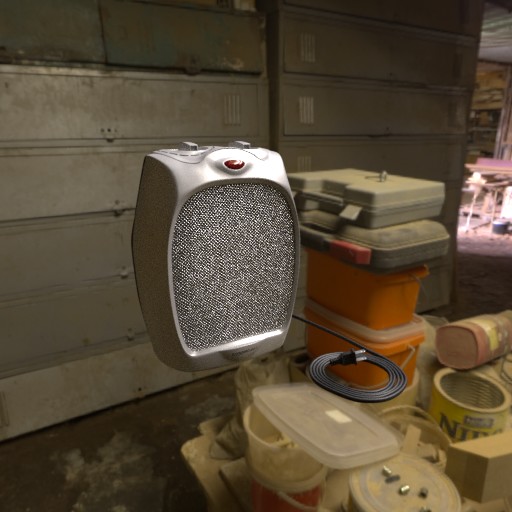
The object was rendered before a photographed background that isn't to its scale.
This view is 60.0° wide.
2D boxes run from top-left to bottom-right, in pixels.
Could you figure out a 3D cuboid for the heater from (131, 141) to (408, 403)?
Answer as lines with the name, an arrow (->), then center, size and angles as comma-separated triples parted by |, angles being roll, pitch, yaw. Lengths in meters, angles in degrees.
heater -> 0.000, 0.000, 0.484 | 0.239, 0.240, 0.291 | -9, 19, -29
